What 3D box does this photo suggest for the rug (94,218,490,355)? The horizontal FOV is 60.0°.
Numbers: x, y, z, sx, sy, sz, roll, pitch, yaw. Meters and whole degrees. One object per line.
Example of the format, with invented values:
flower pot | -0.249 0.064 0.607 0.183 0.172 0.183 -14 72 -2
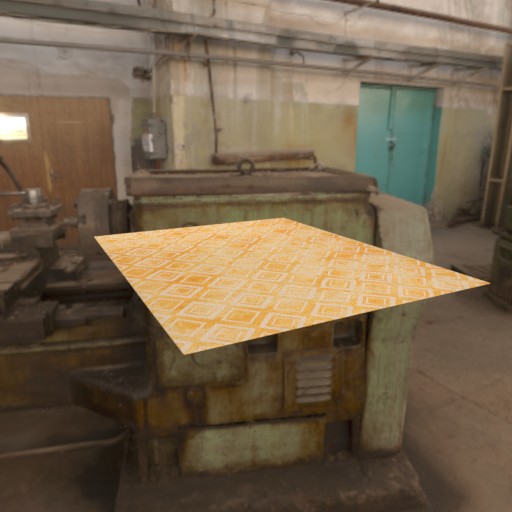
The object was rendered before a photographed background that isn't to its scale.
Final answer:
rug | 0.000 0.000 4.126 2.433 0.011 3.037 -8 17 -27
